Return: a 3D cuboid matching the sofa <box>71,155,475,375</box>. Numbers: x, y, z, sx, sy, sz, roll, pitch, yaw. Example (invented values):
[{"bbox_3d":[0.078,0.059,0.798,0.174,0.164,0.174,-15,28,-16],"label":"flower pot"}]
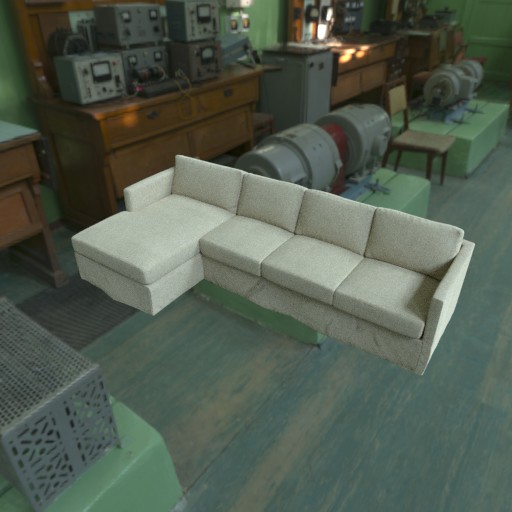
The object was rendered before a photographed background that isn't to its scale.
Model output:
[{"bbox_3d":[0.000,0.000,3.927,3.205,0.922,1.650,21,38,29],"label":"sofa"}]
